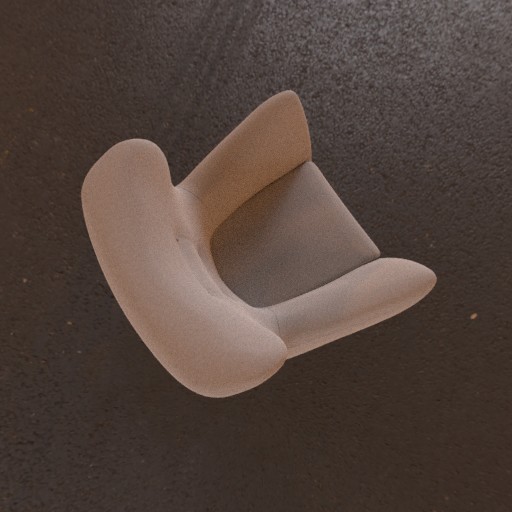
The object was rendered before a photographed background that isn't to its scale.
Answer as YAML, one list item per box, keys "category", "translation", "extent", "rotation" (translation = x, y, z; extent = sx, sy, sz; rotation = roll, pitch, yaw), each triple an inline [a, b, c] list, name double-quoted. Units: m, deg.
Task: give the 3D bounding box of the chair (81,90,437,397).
- category: "chair"
  translation: [0.000, 0.000, 1.622]
  extent: [0.889, 0.889, 0.890]
  rotation: [-31, 76, -9]
